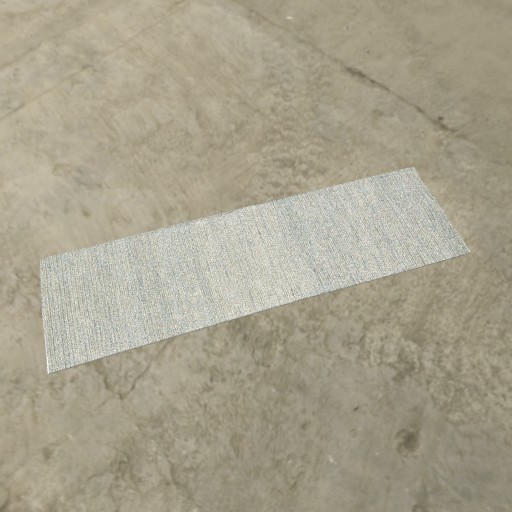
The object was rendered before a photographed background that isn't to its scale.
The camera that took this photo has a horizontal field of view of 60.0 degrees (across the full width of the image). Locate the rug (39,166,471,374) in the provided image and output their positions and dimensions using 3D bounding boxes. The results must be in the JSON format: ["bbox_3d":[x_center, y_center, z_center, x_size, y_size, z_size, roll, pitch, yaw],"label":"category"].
[{"bbox_3d":[0.000,0.000,2.491,2.341,0.037,0.675,-15,61,-9],"label":"rug"}]
